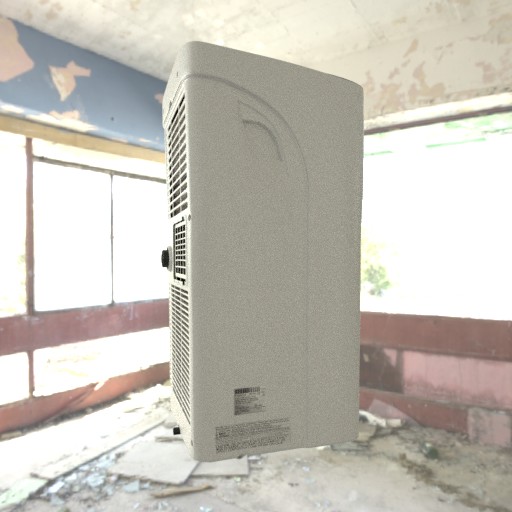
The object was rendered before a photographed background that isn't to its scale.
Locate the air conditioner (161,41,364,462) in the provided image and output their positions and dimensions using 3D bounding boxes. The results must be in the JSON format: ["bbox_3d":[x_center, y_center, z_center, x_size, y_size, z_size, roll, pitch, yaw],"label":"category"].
[{"bbox_3d":[0.000,0.000,0.925,0.369,0.716,0.352,0,0,-18],"label":"air conditioner"}]
